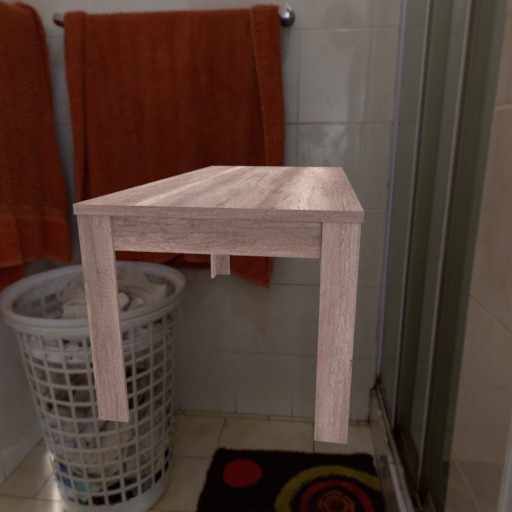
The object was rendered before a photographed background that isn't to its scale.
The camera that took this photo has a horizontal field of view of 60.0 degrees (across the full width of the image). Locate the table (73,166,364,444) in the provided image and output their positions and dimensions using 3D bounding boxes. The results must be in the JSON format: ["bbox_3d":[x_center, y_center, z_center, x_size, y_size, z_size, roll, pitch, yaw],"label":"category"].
[{"bbox_3d":[0.000,0.000,2.299,0.900,0.790,1.800,2,15,8],"label":"table"}]
